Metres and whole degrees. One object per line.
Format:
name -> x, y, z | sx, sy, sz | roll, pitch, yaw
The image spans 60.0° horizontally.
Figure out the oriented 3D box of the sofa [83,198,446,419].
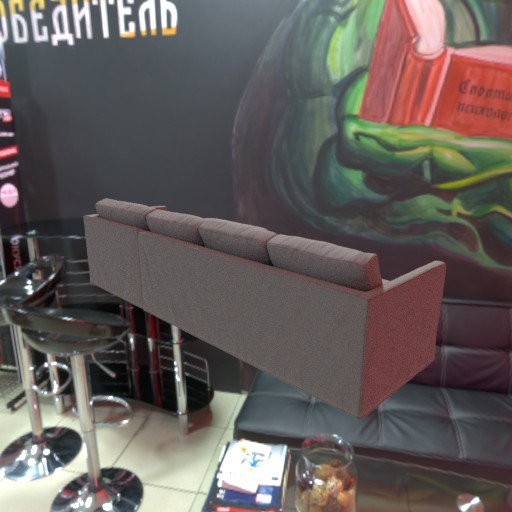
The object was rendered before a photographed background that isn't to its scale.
sofa -> 0.000, 0.000, 3.853 | 3.177, 0.867, 1.622 | 15, 22, 43
